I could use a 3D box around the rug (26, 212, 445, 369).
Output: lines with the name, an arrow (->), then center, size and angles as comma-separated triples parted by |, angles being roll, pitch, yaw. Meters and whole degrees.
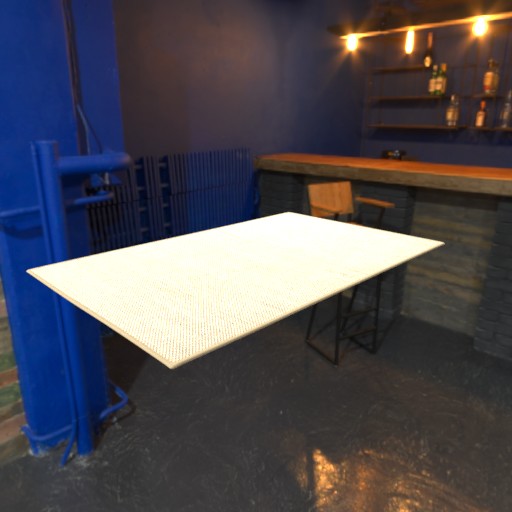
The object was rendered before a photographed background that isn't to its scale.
rug -> 0.000, 0.000, 2.055 | 1.667, 0.013, 1.062 | -17, 24, -42
